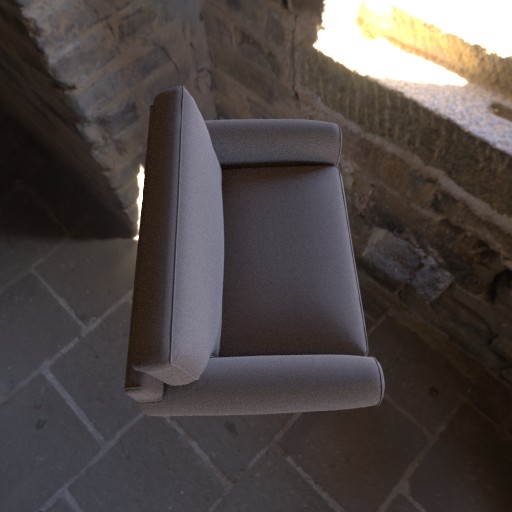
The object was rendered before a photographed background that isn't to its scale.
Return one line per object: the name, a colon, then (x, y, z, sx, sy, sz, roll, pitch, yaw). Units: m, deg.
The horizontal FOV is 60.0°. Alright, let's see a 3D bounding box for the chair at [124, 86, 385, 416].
chair: (0.000, 0.000, 2.012, 0.930, 0.930, 1.390, -2, 63, -1)
